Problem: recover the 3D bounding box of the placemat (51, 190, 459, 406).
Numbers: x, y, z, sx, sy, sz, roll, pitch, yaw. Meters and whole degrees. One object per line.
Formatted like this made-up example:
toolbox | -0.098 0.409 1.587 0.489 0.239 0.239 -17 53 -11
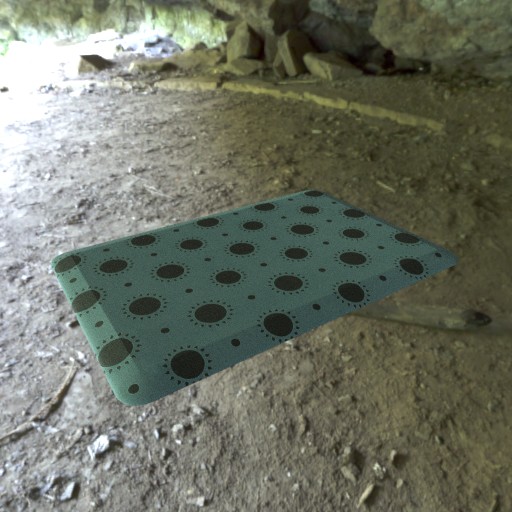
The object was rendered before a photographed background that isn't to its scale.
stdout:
placemat | 0.000 0.000 0.965 0.762 0.021 0.508 -18 34 -28
